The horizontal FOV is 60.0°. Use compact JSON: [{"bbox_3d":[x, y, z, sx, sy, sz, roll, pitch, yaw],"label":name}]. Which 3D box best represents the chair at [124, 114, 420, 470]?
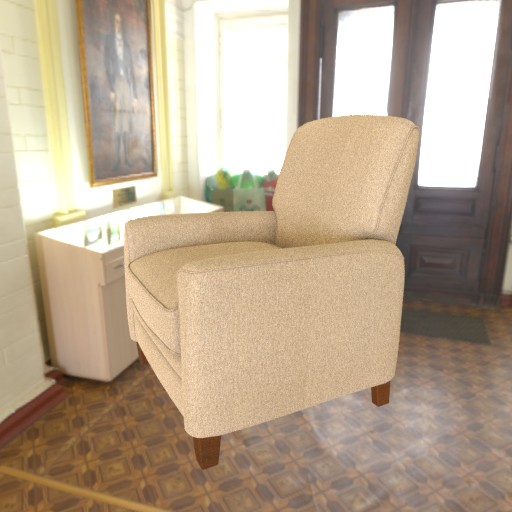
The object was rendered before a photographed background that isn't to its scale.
[{"bbox_3d":[0.000,0.000,1.633,0.864,1.014,0.848,-8,16,-27],"label":"chair"}]
